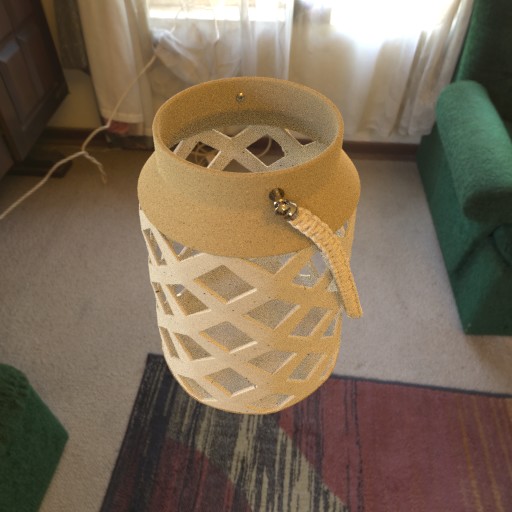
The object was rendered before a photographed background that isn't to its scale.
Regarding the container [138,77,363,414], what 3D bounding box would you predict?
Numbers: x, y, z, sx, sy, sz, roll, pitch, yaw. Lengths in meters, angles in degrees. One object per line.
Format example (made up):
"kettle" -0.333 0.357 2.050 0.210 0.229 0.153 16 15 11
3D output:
"container" 0.000 0.000 0.336 0.172 0.229 0.163 -8 47 -8
